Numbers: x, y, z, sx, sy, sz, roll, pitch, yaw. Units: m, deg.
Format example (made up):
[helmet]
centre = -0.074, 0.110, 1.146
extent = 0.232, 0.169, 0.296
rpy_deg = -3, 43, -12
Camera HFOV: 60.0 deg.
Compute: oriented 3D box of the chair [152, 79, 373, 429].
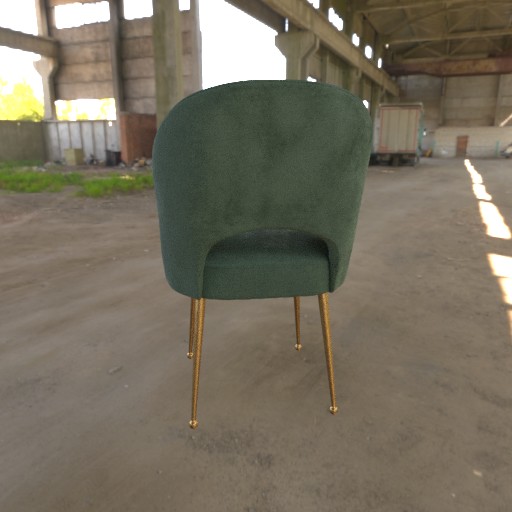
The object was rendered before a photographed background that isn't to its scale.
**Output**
[chair]
centre = 0.000, 0.000, 1.242
extent = 0.527, 0.860, 0.577
rpy_deg = -2, 15, -9
